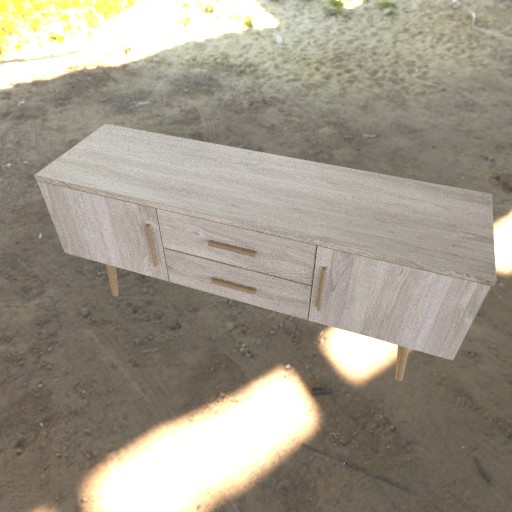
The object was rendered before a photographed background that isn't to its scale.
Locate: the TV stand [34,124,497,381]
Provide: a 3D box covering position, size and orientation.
[{"bbox_3d":[0.000,0.000,1.503,1.313,0.565,0.401,14,44,15],"label":"TV stand"}]
